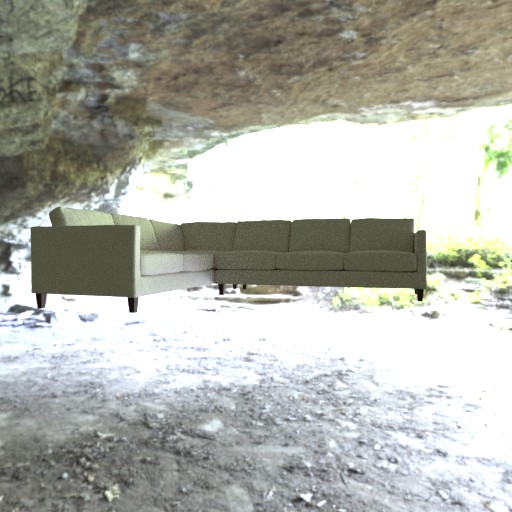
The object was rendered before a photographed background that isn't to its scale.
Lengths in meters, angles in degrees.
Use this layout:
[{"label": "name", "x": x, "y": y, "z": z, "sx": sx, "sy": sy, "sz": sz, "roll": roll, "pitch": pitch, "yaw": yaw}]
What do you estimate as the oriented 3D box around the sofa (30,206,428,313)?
[{"label": "sofa", "x": 0.000, "y": 0.000, "z": 4.346, "sx": 3.182, "sy": 0.863, "sz": 2.432, "roll": 0, "pitch": 1, "yaw": 18}]
